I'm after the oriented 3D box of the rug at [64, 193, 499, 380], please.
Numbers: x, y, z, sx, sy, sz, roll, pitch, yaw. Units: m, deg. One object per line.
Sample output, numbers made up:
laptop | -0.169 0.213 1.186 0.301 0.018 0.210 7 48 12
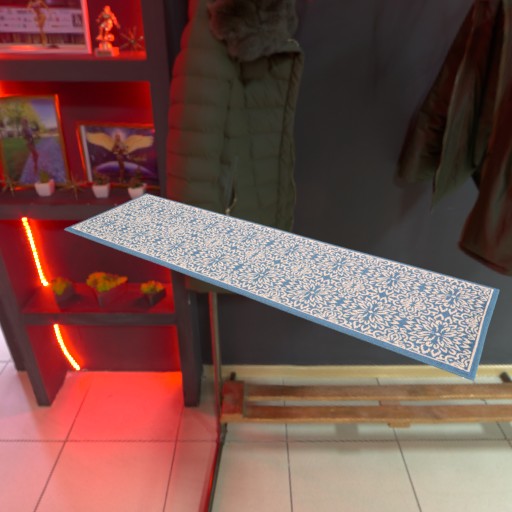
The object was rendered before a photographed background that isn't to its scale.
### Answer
rug | 0.000 0.000 2.278 2.196 0.011 0.662 17 34 28
